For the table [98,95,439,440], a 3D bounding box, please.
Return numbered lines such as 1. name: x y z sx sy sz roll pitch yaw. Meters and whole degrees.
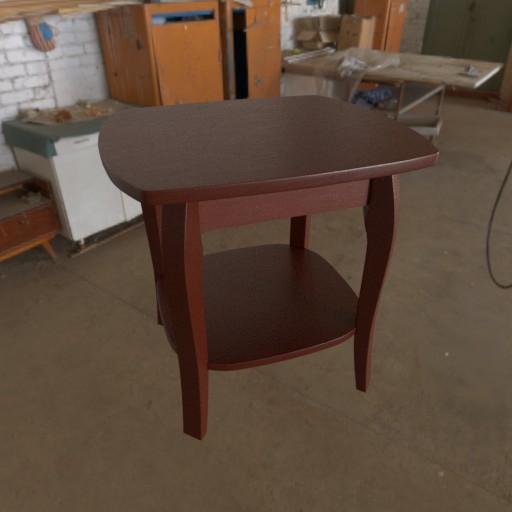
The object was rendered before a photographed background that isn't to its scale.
1. table: 0.000 0.000 0.864 0.502 0.496 0.433 -10 33 -16
